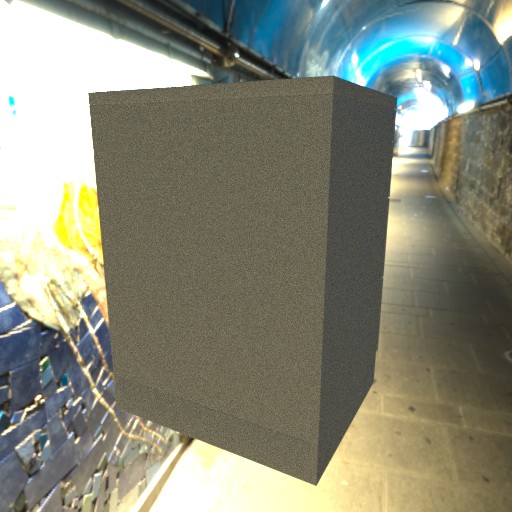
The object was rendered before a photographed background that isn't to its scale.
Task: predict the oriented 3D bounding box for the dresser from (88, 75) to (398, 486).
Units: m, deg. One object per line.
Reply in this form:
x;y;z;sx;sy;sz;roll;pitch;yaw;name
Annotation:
0.000;0.000;0.820;0.400;0.560;0.360;8;17;28;dresser
